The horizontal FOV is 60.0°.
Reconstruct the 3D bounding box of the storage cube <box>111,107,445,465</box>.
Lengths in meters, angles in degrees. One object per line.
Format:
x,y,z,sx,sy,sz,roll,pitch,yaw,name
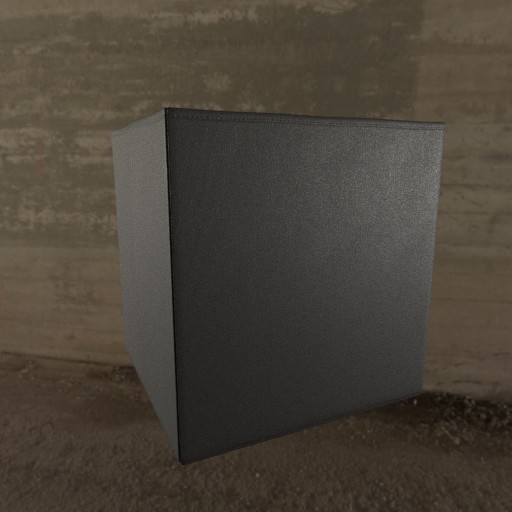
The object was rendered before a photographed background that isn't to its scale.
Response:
0.000,0.000,0.501,0.270,0.280,0.270,-6,13,-25,storage cube
